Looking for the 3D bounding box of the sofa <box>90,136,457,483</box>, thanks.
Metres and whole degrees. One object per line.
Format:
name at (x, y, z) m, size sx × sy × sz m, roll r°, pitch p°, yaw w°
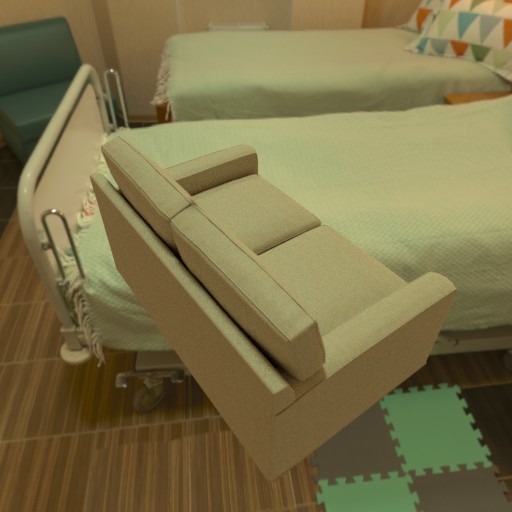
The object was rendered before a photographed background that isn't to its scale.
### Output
sofa at (0.000, 0.000, 2.078) m, size 0.942 × 0.853 × 1.484 m, roll -26°, pitch 48°, yaw -26°
